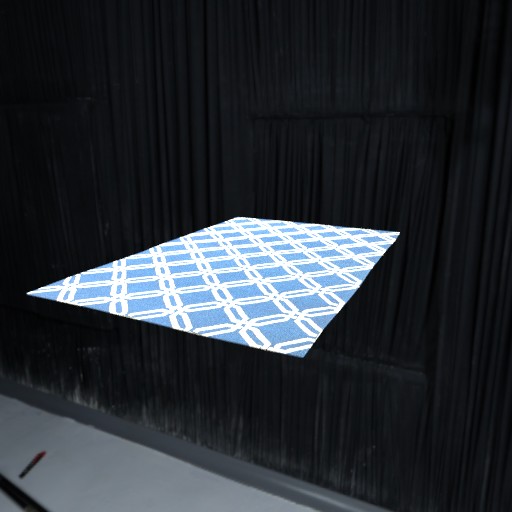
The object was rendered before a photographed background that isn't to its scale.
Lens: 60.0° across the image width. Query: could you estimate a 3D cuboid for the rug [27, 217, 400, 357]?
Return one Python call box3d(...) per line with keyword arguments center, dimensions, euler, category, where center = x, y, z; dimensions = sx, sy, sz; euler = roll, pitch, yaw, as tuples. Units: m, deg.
box3d(center=(0.000, 0.000, 2.238), dimensions=(1.153, 0.010, 1.755), euler=(8, 18, 25), category="rug")
